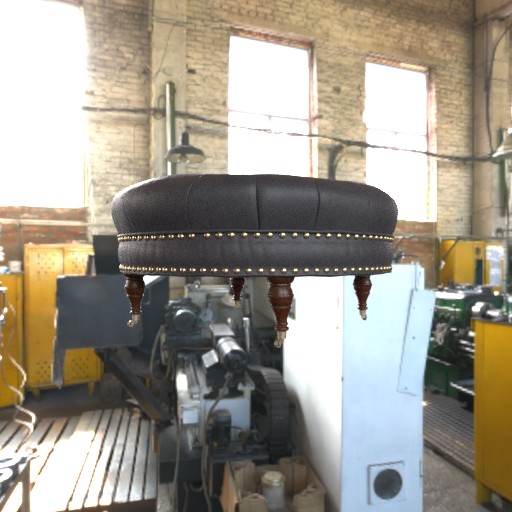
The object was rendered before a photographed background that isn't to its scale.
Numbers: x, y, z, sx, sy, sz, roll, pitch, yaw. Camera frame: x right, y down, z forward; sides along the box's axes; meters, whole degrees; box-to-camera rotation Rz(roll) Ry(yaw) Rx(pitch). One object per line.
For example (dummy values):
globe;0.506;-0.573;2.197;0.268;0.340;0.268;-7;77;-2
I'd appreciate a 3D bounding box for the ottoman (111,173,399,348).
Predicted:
ottoman;0.000;0.000;1.441;0.901;0.439;0.901;0;0;0
